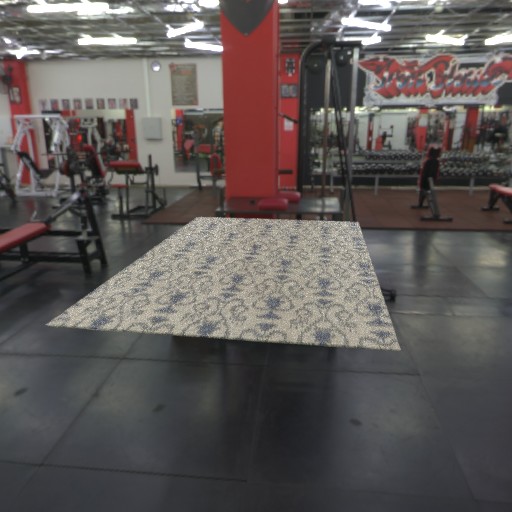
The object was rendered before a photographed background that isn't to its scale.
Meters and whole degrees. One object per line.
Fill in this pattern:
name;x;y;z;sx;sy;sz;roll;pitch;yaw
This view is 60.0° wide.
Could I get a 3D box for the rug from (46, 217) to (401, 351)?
rug;0.000;0.000;2.038;1.035;0.006;1.652;2;17;8
